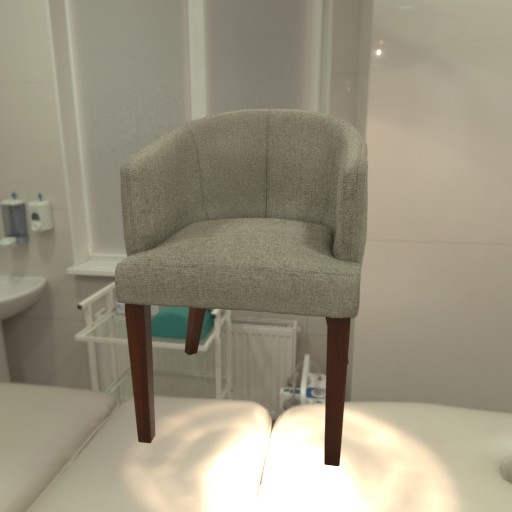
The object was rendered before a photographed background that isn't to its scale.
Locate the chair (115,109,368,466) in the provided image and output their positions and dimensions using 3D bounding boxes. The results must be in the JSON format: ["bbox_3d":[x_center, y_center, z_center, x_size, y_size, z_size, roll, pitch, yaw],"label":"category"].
[{"bbox_3d":[0.000,0.000,1.222,0.583,0.811,0.655,2,15,9],"label":"chair"}]
